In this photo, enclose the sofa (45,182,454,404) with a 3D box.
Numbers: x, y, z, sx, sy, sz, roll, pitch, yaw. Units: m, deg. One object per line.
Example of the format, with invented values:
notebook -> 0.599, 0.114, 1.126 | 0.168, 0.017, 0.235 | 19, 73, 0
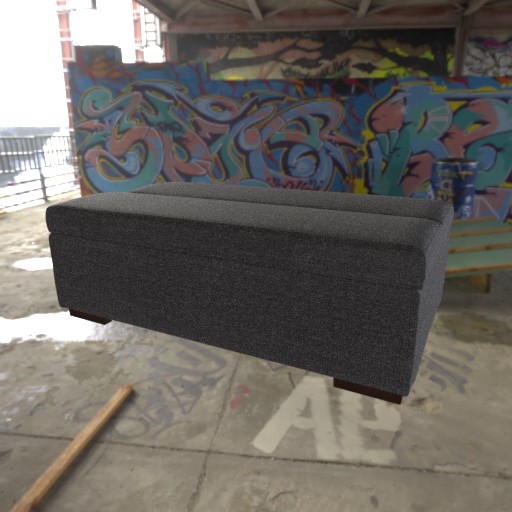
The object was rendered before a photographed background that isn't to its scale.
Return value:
sofa -> 0.000, 0.000, 1.579 | 1.198, 0.417, 0.782 | 8, 18, 26
